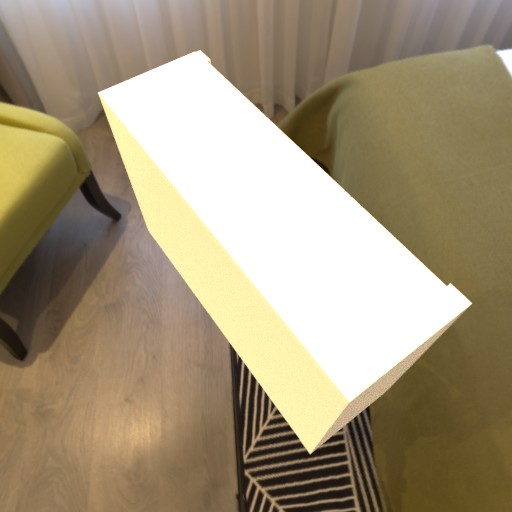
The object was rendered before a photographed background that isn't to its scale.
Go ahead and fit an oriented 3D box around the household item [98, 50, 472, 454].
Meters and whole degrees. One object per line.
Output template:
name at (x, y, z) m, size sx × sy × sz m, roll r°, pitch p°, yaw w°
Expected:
household item at (0.000, 0.000, 1.708) m, size 0.420 × 0.867 × 1.300 m, roll -32°, pitch 64°, yaw -18°
